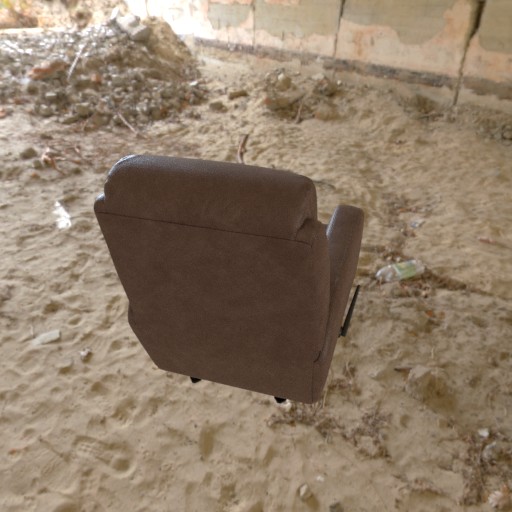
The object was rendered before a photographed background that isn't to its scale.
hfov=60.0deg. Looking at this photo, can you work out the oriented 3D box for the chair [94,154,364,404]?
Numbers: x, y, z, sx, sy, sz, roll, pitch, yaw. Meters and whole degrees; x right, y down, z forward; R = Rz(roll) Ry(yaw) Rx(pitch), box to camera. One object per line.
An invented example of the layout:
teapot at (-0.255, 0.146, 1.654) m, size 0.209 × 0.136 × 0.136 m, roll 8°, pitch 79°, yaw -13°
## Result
chair at (0.000, 0.000, 1.849) m, size 0.865 × 1.067 × 1.067 m, roll 9°, pitch 32°, yaw 14°
